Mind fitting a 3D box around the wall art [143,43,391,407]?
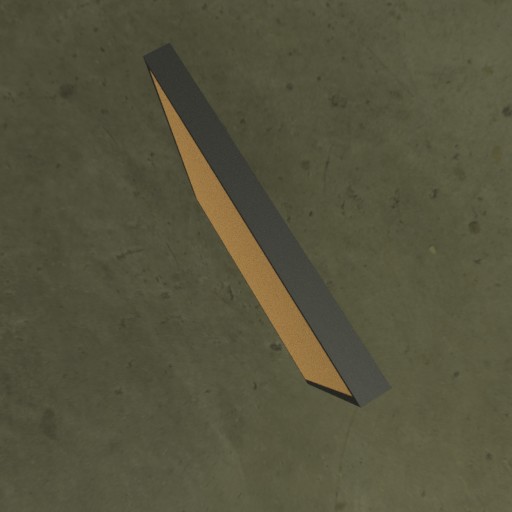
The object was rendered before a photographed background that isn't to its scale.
[{"bbox_3d":[0.000,0.000,0.778,0.040,0.509,0.509,-30,79,-7],"label":"wall art"}]
